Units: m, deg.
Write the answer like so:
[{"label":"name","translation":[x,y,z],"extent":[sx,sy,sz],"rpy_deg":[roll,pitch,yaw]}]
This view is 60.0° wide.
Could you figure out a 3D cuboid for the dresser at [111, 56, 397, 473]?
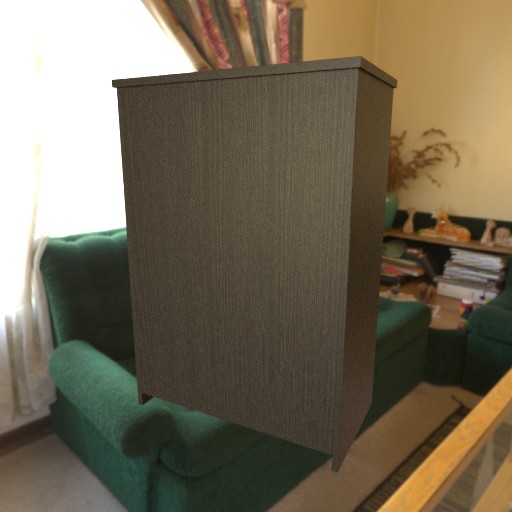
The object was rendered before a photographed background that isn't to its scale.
[{"label":"dresser","translation":[0.000,0.000,1.370],"extent":[0.704,1.020,0.399],"rpy_deg":[7,16,27]}]
